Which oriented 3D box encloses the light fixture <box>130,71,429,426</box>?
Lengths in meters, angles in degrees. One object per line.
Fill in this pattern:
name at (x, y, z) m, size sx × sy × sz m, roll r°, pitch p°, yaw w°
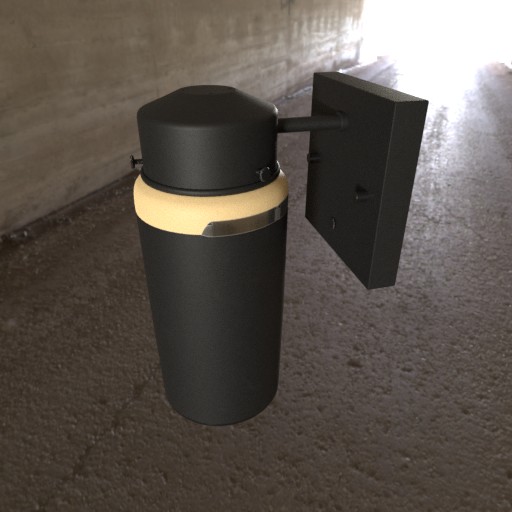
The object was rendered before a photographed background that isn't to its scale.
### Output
light fixture at (0.000, 0.000, 0.357) m, size 0.176 × 0.257 × 0.130 m, roll -7°, pitch 31°, yaw -13°
